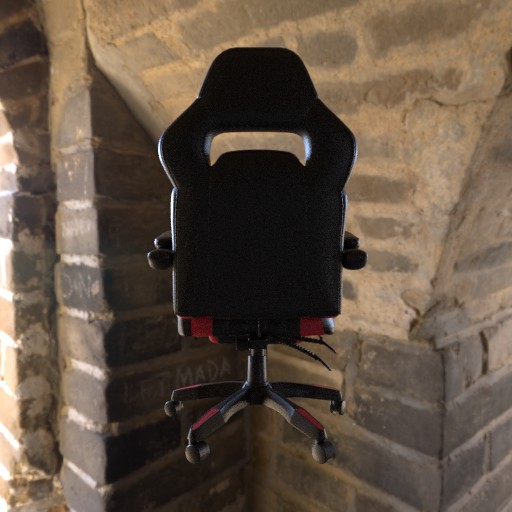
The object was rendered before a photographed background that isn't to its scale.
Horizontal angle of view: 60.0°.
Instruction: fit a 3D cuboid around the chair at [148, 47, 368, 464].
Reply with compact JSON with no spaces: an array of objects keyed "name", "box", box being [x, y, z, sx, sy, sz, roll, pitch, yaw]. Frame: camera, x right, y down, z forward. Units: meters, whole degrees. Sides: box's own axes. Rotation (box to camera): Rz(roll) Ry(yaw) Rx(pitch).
[{"name":"chair","box":[0.000,0.000,1.605,0.700,1.220,0.700,0,1,0]}]
